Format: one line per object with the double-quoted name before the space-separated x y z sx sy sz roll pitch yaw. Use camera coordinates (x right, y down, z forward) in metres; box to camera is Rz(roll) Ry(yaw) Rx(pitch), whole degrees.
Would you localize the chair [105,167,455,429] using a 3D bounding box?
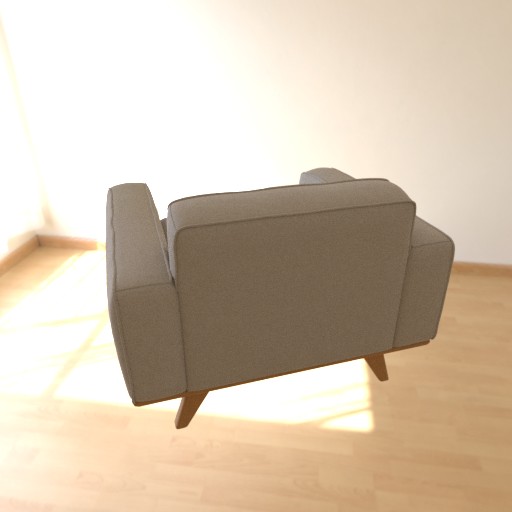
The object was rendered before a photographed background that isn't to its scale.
"chair" 0.000 0.000 1.755 1.115 0.779 0.953 -8 28 -15
